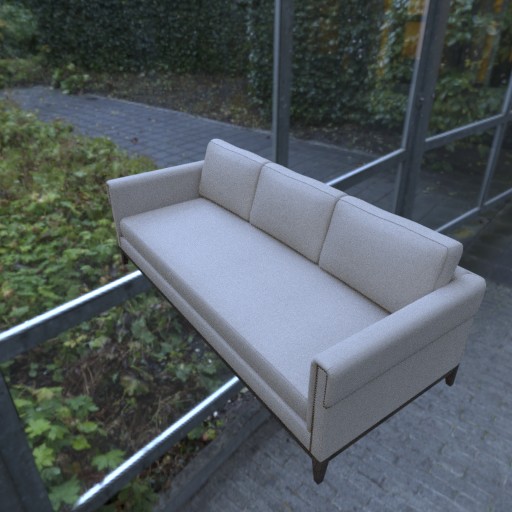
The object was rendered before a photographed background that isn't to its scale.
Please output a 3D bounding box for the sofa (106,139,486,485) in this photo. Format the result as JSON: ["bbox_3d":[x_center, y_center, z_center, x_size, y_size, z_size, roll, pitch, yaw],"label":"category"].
[{"bbox_3d":[0.000,0.000,2.598,0.959,0.838,2.210,-20,36,-30],"label":"sofa"}]
